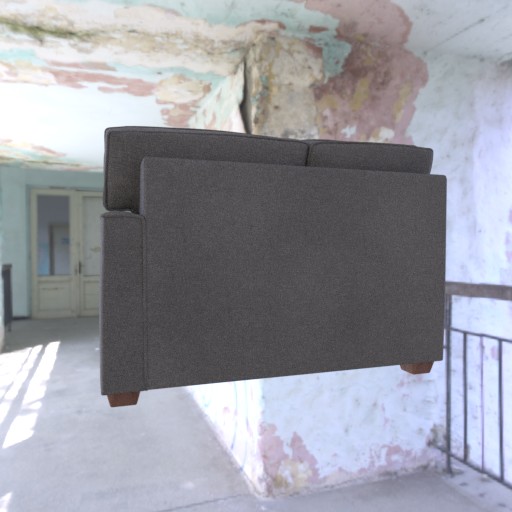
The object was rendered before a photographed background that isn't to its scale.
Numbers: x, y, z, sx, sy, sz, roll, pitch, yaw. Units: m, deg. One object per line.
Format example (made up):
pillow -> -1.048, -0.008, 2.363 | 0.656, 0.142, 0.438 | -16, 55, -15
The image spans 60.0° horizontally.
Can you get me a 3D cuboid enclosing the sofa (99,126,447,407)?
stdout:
sofa -> 0.000, 0.000, 2.083 | 1.388, 0.989, 0.991 | 0, 1, -18
